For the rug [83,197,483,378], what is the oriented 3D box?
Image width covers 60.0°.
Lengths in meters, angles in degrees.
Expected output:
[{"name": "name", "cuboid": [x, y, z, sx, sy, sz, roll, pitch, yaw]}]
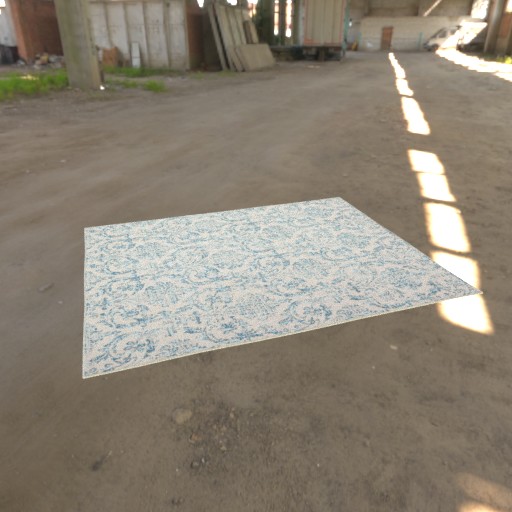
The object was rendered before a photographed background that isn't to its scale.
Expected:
[{"name": "rug", "cuboid": [0.000, 0.000, 4.058, 2.980, 0.012, 2.363, -9, 28, -17]}]
